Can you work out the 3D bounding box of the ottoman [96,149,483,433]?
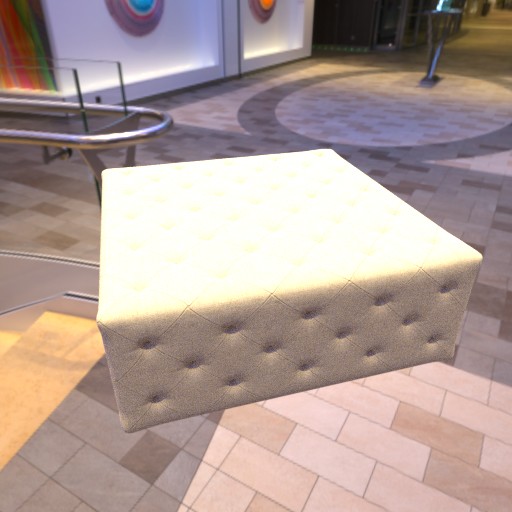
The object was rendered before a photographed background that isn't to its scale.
[{"bbox_3d":[0.000,0.000,1.618,1.028,0.439,1.028,-8,32,-14],"label":"ottoman"}]
